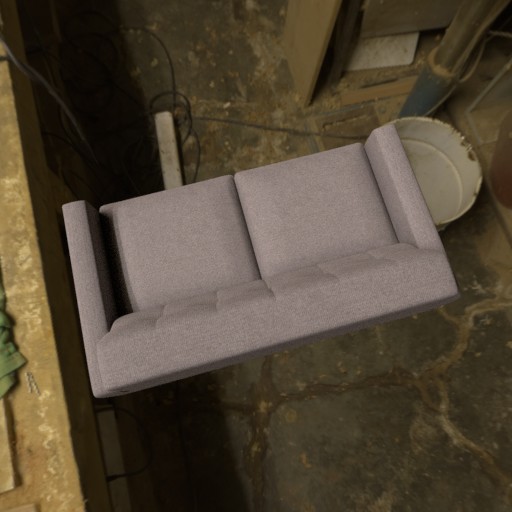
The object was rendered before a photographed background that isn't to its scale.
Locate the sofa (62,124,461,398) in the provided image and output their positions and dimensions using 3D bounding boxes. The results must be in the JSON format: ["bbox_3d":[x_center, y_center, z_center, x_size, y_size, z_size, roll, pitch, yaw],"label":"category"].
[{"bbox_3d":[0.000,0.000,2.126,1.631,0.841,0.909,-15,76,-4],"label":"sofa"}]
